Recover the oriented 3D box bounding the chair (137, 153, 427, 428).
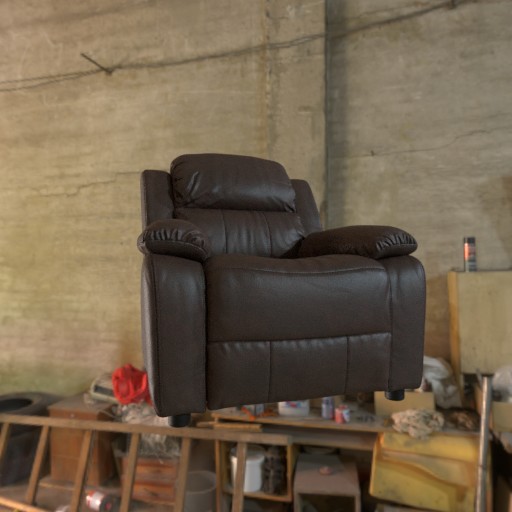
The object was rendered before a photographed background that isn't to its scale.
[{"bbox_3d":[0.000,0.000,1.263,0.680,0.702,0.707,0,-1,-19],"label":"chair"}]
